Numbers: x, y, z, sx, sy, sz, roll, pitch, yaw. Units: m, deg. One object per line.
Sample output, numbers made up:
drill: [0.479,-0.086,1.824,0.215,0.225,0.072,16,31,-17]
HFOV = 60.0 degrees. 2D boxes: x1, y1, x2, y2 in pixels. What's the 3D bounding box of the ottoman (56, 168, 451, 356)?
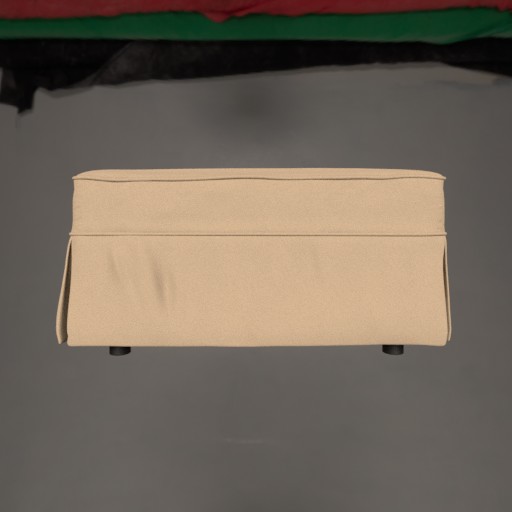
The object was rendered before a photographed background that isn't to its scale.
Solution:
ottoman: [0.000,0.000,1.366,0.959,0.482,0.721,0,1,-1]
